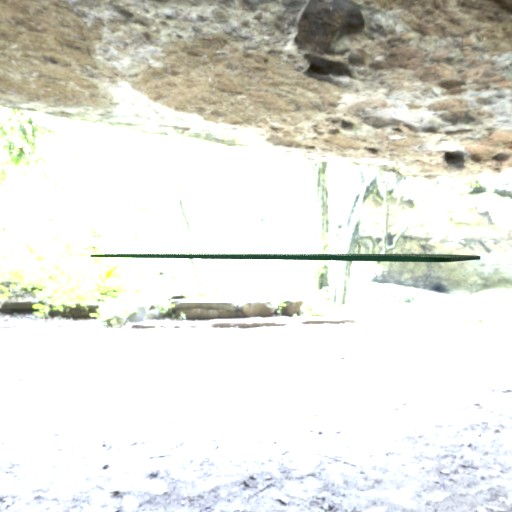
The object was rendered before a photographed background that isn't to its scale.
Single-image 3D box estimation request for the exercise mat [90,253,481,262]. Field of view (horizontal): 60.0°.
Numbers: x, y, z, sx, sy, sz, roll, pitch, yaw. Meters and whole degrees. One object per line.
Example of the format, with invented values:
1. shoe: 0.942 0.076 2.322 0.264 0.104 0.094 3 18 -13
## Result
1. exercise mat: 0.000 0.000 2.128 1.869 0.021 0.616 0 1 36
